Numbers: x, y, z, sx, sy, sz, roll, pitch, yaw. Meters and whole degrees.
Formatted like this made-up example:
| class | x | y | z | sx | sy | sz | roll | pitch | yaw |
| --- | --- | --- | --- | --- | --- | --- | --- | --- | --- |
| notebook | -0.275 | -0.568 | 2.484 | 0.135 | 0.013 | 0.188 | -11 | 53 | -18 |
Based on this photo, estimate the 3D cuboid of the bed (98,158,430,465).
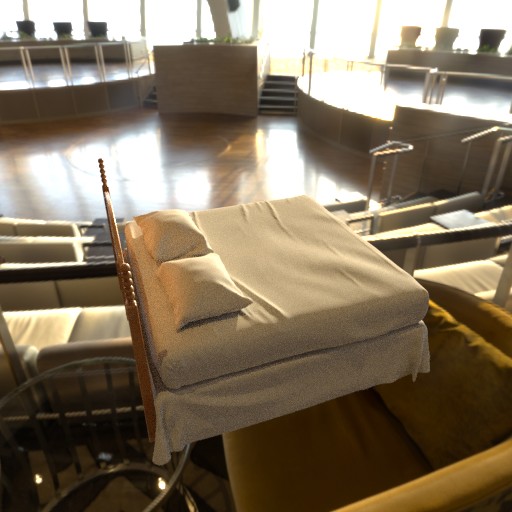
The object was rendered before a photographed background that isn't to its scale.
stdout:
| class | x | y | z | sx | sy | sz | roll | pitch | yaw |
| --- | --- | --- | --- | --- | --- | --- | --- | --- | --- |
| bed | 0.000 | 0.000 | 3.688 | 2.219 | 1.355 | 2.322 | -11 | 32 | -18 |
